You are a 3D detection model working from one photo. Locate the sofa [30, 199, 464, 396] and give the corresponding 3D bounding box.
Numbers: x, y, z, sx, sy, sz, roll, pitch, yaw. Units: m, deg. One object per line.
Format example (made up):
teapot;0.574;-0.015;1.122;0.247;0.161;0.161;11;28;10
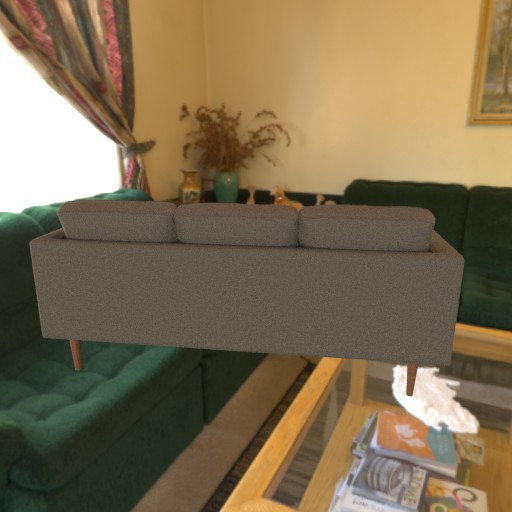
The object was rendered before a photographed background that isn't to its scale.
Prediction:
sofa;0.000;0.000;2.836;2.031;0.897;1.591;2;16;8
